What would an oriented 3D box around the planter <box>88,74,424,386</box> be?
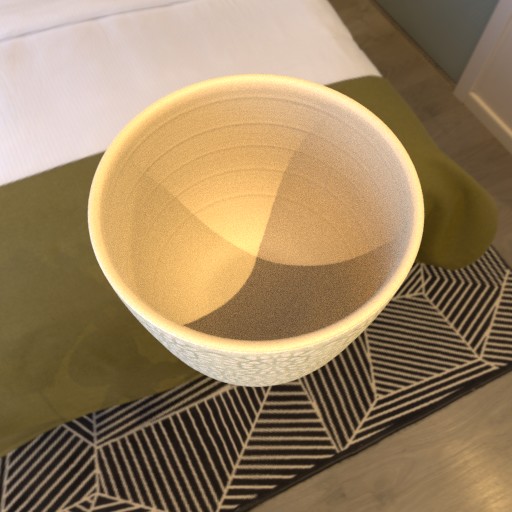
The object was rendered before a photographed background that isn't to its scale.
[{"bbox_3d":[0.000,0.000,0.213,0.124,0.109,0.124,0,62,0],"label":"planter"}]
